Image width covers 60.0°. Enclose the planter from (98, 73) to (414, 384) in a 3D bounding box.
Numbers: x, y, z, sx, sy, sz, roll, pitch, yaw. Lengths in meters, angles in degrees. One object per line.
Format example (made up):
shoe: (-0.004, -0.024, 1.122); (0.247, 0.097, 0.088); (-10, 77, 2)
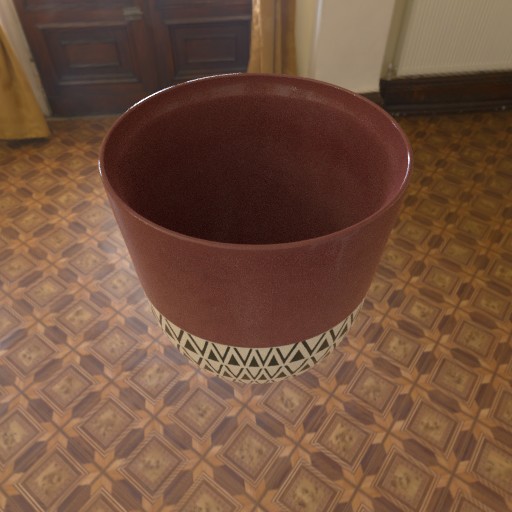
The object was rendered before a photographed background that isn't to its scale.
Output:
planter: (0.000, 0.000, 0.358); (0.195, 0.214, 0.195); (0, 46, 0)
